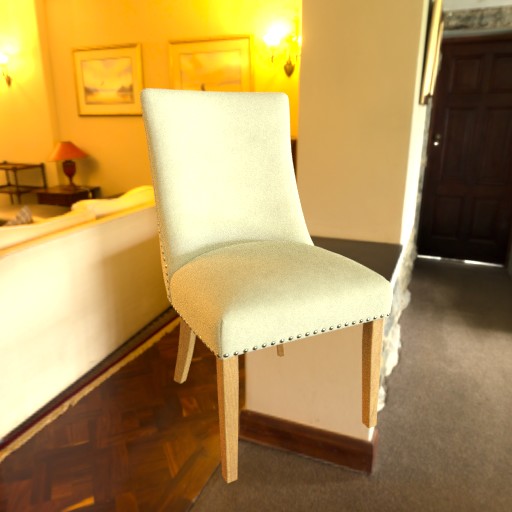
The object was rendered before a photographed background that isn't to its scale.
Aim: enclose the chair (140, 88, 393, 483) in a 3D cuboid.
[{"bbox_3d":[0.000,0.000,1.247,0.495,0.902,0.610,-8,19,-26],"label":"chair"}]
